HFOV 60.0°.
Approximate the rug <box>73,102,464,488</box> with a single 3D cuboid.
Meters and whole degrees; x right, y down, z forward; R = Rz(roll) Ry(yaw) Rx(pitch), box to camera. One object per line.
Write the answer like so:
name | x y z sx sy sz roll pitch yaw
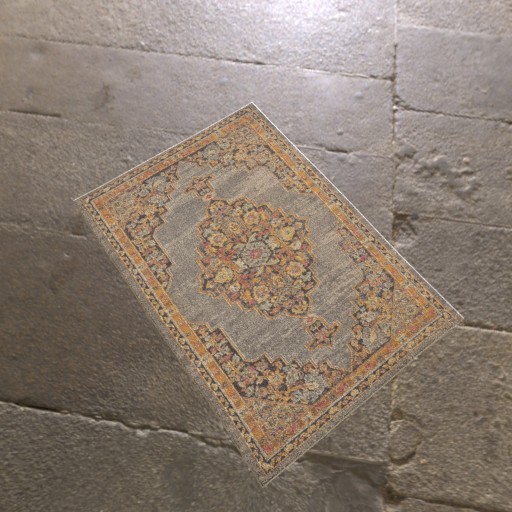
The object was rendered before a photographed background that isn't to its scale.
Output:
rug | 0.000 0.000 4.026 2.158 0.024 3.063 -34 69 -15
